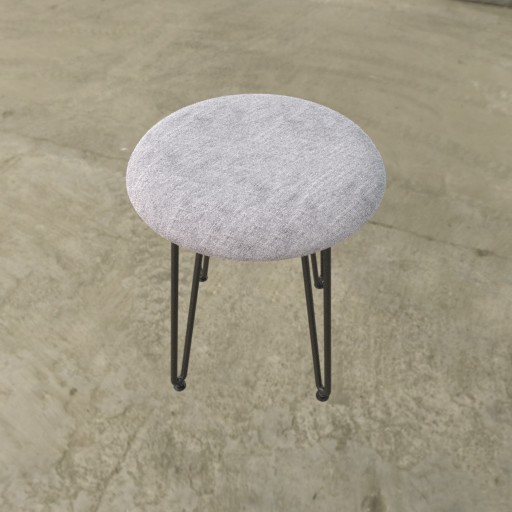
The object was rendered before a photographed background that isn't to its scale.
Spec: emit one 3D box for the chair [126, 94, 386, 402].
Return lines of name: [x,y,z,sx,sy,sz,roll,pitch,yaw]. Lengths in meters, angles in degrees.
chair: [0.000,0.000,0.652,0.350,0.386,0.350,-32,54,-27]
